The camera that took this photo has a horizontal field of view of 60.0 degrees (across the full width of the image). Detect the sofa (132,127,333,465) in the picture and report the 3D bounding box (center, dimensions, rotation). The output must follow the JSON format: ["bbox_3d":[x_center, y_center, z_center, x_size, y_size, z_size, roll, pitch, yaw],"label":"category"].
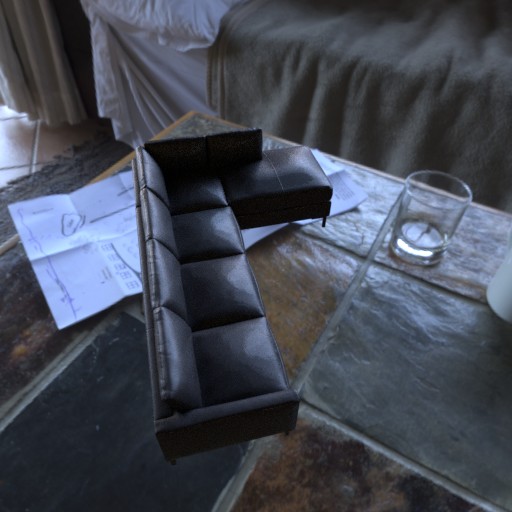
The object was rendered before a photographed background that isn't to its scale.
[{"bbox_3d":[0.000,0.000,3.894,1.938,0.877,2.984,-10,47,-10],"label":"sofa"}]
